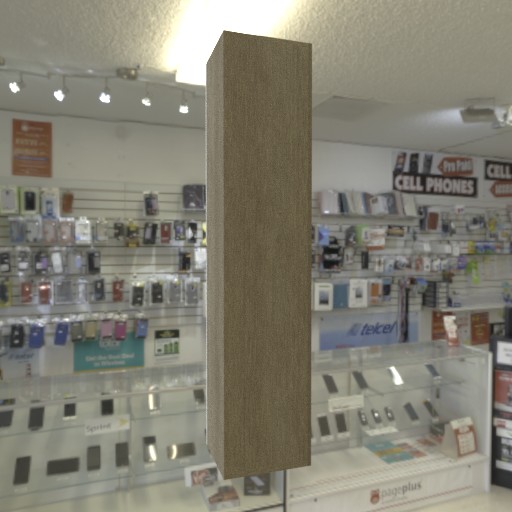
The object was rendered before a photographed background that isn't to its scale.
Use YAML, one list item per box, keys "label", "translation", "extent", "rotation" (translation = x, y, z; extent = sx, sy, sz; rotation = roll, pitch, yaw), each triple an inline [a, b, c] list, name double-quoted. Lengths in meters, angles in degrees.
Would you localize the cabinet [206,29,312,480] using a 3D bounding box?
- label: "cabinet"
  translation: [0.000, 0.000, 1.552]
  extent: [0.300, 1.400, 0.270]
  rotation: [0, 1, -18]
